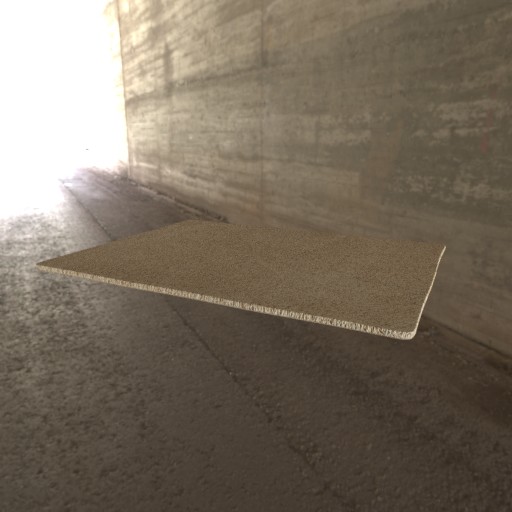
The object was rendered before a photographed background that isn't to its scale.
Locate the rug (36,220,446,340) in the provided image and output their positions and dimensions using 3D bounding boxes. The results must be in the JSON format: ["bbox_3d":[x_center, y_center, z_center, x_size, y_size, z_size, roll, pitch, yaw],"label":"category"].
[{"bbox_3d":[0.000,0.000,2.123,1.600,0.025,1.199,7,17,25],"label":"rug"}]
